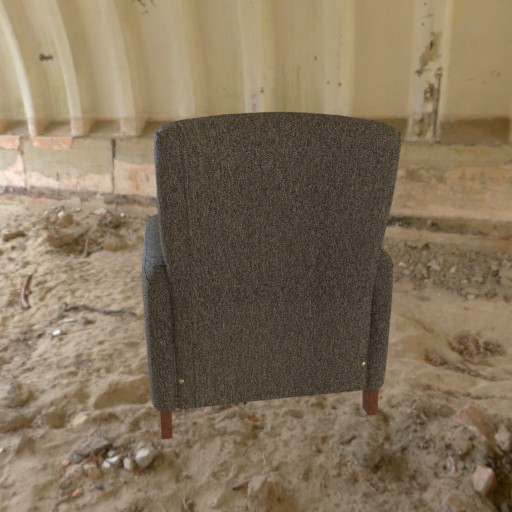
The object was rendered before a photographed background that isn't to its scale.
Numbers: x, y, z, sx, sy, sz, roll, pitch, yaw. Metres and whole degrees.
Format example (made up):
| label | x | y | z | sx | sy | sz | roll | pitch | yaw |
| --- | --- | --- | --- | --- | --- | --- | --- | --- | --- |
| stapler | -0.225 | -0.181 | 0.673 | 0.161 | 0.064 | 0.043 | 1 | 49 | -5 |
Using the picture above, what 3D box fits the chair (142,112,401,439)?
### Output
| label | x | y | z | sx | sy | sz | roll | pitch | yaw |
| --- | --- | --- | --- | --- | --- | --- | --- | --- | --- |
| chair | 0.000 | 0.000 | 1.694 | 0.848 | 1.014 | 0.864 | -3 | 16 | -10 |
